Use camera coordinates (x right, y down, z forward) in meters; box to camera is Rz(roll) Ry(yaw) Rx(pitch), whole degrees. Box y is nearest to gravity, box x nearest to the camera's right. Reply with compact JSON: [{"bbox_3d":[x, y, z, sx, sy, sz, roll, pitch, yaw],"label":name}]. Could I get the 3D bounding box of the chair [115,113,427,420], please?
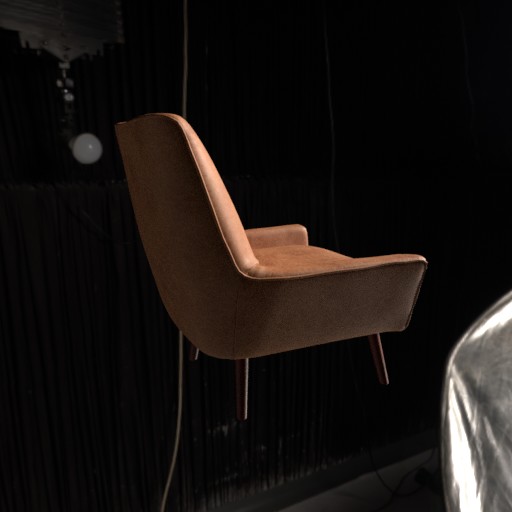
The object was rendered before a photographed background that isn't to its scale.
[{"bbox_3d":[0.000,0.000,1.513,0.851,0.883,0.753,-7,14,-26],"label":"chair"}]
